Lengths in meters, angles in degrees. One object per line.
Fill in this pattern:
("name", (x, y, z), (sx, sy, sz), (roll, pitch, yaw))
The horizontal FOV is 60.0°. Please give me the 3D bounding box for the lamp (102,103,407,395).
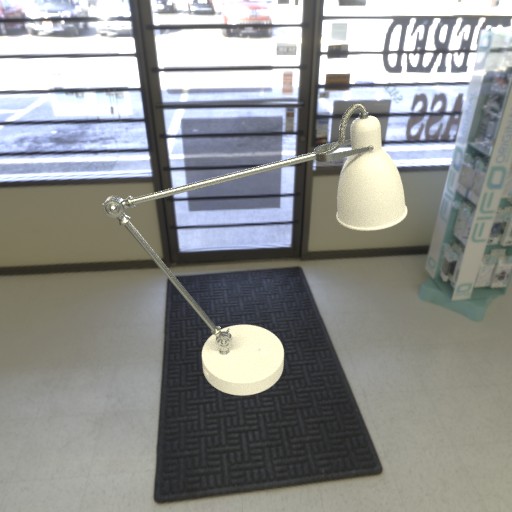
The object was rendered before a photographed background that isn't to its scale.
("lamp", (0.000, 0.000, 0.875), (0.561, 0.587, 0.187), (-1, 32, -2))
